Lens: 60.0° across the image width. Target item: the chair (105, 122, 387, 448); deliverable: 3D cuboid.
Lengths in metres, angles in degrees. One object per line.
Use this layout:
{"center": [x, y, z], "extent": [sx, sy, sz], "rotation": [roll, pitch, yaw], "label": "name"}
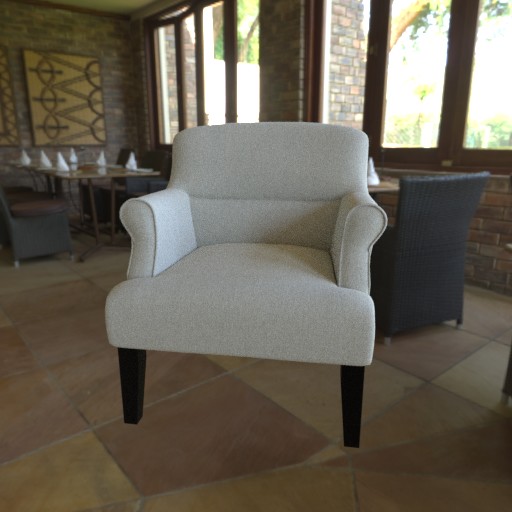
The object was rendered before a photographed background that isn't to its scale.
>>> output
{"center": [0.000, 0.000, 1.470], "extent": [0.781, 0.875, 0.750], "rotation": [2, 15, 9], "label": "chair"}
